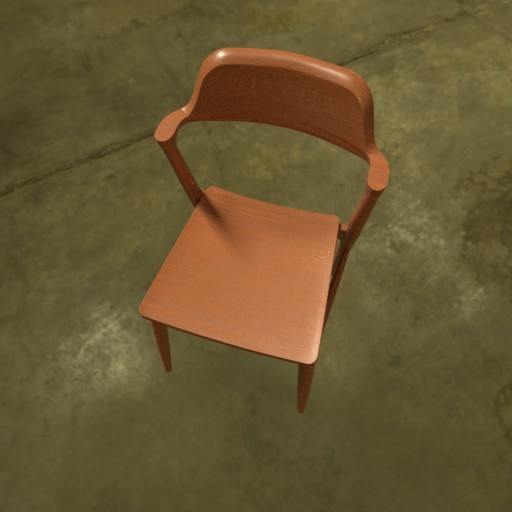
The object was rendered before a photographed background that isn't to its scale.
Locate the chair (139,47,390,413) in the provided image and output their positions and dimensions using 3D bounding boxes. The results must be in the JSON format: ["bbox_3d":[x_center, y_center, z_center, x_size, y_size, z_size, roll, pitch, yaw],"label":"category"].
[{"bbox_3d":[0.000,0.000,1.112,0.496,0.801,0.499,15,60,9],"label":"chair"}]
